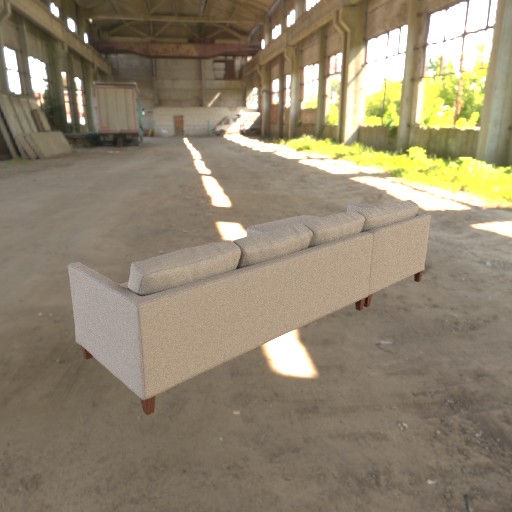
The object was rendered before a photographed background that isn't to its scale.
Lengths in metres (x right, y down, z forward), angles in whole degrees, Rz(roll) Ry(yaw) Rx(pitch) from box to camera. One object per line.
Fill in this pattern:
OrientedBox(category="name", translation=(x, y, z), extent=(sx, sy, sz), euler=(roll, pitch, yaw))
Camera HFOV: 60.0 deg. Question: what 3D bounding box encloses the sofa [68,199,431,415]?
OrientedBox(category="sofa", translation=(0.000, 0.000, 3.912), extent=(3.186, 0.846, 1.625), euler=(-16, 23, -41))
